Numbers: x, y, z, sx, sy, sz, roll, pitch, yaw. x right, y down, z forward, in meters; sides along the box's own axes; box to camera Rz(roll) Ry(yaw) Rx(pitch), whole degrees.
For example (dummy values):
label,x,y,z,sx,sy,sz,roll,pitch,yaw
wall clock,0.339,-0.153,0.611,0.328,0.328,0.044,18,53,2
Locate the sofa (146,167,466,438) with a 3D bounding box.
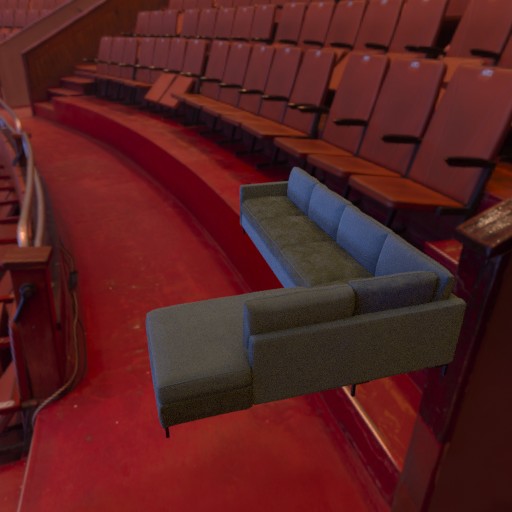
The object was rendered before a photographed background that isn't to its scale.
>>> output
label,x,y,z,sx,sy,sz,roll,pitch,yaw
sofa,0.000,0.000,3.320,1.707,0.687,2.486,-7,27,-15
